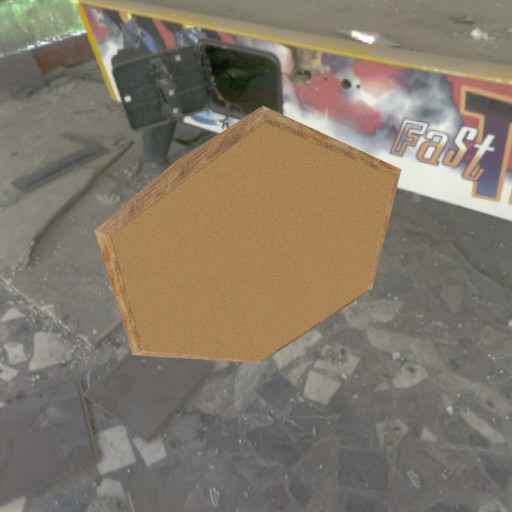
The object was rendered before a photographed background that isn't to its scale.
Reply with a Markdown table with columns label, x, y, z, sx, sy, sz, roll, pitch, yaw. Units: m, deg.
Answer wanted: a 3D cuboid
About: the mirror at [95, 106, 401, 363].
| label | x | y | z | sx | sy | sz | roll | pitch | yaw |
| --- | --- | --- | --- | --- | --- | --- | --- | --- | --- |
| mirror | 0.000 | 0.000 | 1.079 | 0.675 | 0.779 | 0.091 | -13 | 43 | -15 |
